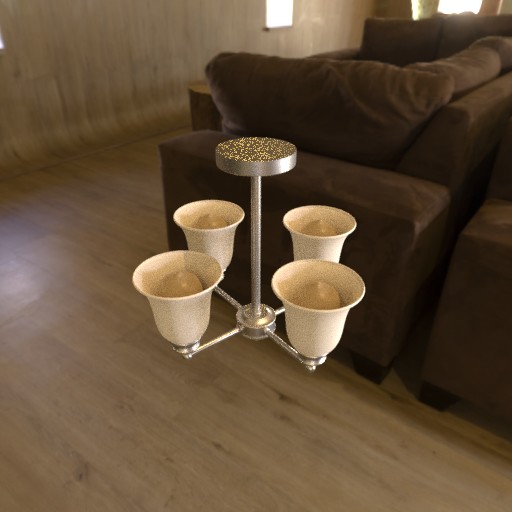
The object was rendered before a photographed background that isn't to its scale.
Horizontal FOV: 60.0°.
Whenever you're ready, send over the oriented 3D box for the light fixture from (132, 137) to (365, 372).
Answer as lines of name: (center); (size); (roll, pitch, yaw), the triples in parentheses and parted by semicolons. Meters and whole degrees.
light fixture: (0.000, 0.000, 0.752); (0.427, 0.370, 0.427); (-21, 36, -32)
